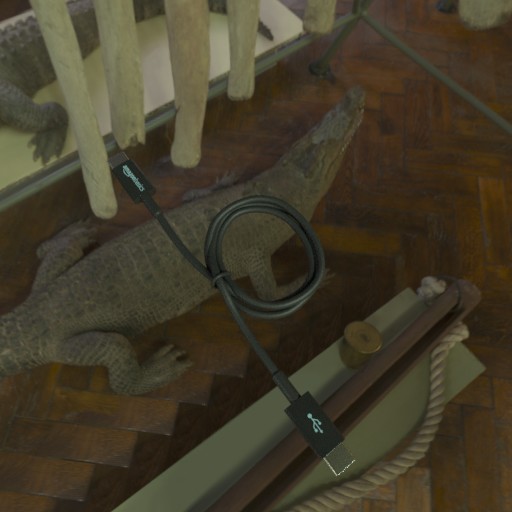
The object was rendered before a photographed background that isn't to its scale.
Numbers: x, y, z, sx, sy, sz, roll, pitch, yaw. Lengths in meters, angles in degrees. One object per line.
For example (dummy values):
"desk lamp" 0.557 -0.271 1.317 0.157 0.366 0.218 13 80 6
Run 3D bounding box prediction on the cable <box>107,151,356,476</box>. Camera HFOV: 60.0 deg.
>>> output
"cable" 0.000 0.000 0.227 0.070 0.014 0.203 -34 69 -15
